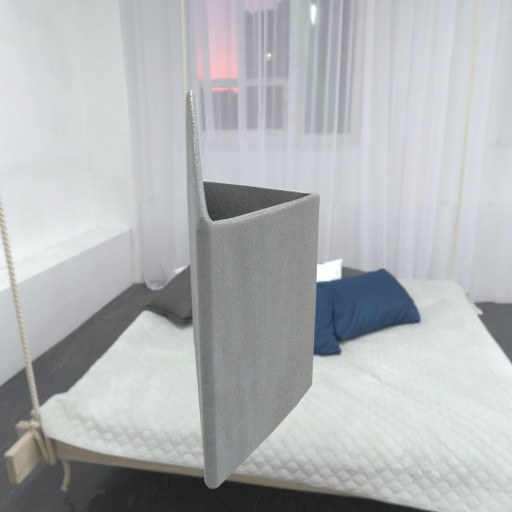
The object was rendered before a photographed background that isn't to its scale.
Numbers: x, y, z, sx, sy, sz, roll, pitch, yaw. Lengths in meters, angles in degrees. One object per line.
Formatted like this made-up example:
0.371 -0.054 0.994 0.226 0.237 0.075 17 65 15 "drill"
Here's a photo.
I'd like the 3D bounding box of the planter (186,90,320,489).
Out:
0.000 0.000 0.277 0.080 0.194 0.163 -3 17 -9 "planter"
